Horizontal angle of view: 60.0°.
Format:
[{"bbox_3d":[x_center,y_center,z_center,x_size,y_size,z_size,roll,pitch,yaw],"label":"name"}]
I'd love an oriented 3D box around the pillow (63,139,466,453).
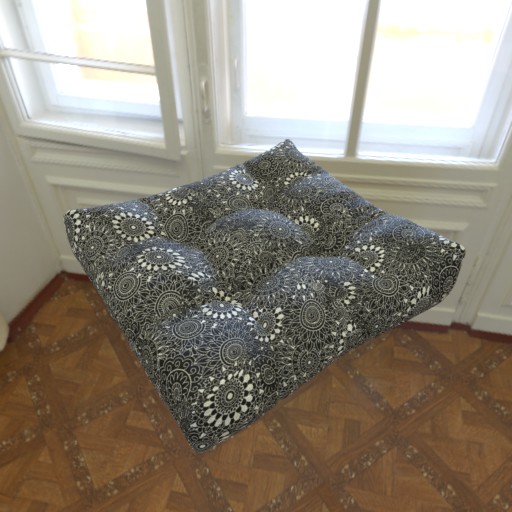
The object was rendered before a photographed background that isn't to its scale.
[{"bbox_3d":[0.000,0.000,0.734,0.490,0.128,0.468,-25,47,-26],"label":"pillow"}]
